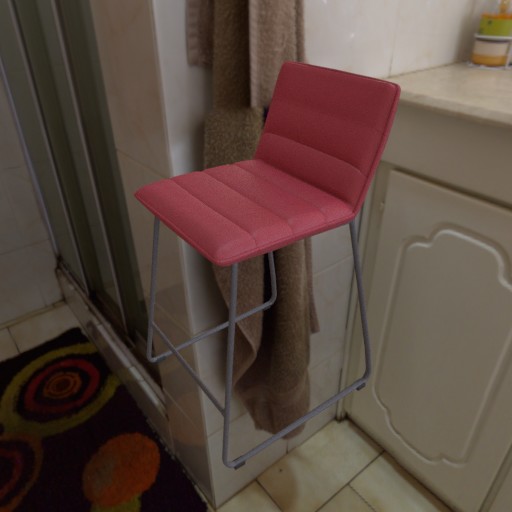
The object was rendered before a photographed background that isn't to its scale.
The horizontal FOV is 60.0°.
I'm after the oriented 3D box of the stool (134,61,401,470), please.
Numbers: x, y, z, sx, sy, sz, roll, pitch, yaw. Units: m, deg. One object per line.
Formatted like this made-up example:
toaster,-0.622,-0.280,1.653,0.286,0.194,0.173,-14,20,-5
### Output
stool,0.000,0.000,1.160,0.524,0.866,0.489,-22,39,-30
